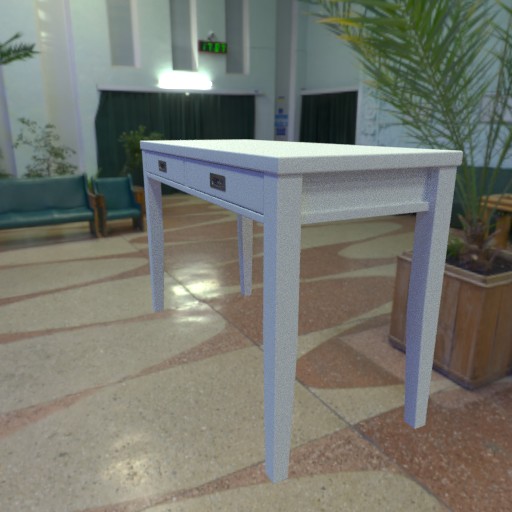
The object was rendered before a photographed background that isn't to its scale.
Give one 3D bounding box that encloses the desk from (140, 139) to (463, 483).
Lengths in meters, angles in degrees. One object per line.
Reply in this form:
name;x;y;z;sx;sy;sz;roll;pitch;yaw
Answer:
desk;0.000;0.000;1.586;0.508;0.775;1.220;-8;18;-25
